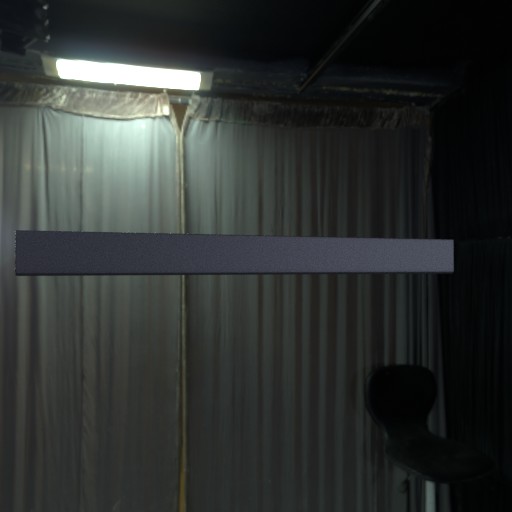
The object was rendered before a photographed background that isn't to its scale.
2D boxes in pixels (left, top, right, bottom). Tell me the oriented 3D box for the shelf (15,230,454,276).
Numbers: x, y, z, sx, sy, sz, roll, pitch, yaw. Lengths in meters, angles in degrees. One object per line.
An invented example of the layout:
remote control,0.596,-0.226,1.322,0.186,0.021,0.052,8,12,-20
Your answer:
shelf,0.000,0.000,0.642,0.605,0.053,0.102,0,-1,-17
